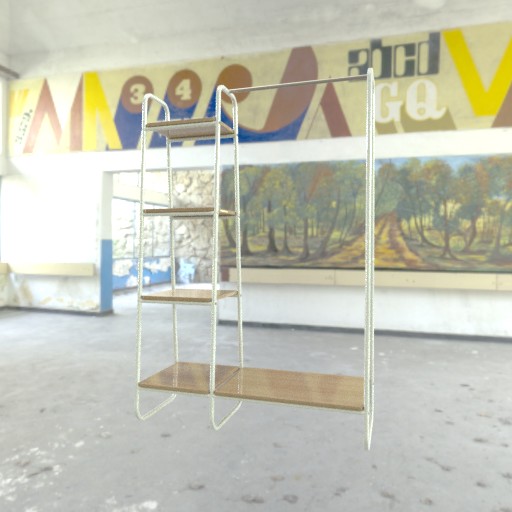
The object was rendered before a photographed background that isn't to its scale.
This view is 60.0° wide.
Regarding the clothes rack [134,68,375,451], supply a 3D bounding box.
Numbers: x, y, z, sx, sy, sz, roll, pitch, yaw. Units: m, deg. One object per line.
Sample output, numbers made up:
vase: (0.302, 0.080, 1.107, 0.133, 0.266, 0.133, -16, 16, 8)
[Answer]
clothes rack: (0.000, 0.000, 1.979, 1.011, 1.500, 0.400, 0, 2, 17)
